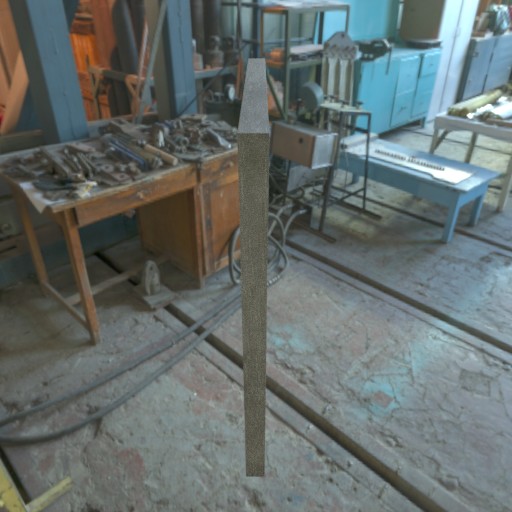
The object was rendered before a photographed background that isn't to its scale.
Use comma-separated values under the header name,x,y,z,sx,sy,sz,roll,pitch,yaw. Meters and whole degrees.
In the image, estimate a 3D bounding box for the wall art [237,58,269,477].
name,x,y,z,sx,sy,sz,roll,pitch,yaw
wall art,0.000,0.000,0.708,0.032,0.521,0.421,0,32,0
